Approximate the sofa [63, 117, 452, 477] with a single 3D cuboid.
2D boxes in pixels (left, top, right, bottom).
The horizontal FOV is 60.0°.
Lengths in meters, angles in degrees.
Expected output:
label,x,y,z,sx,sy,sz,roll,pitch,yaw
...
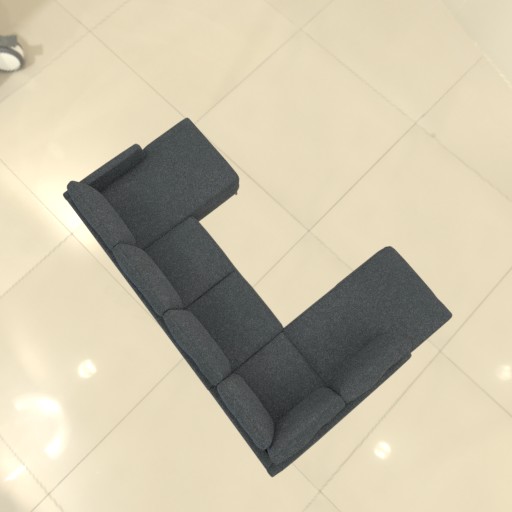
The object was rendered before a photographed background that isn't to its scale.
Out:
label,x,y,z,sx,sy,sz,roll,pitch,yaw
sofa,0.000,0.000,3.901,2.007,0.813,2.956,-38,79,-9
